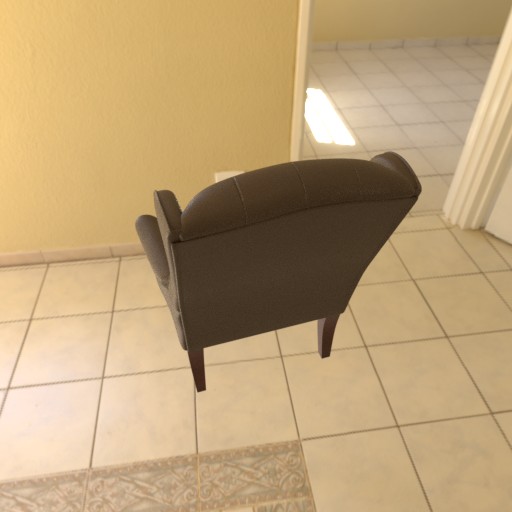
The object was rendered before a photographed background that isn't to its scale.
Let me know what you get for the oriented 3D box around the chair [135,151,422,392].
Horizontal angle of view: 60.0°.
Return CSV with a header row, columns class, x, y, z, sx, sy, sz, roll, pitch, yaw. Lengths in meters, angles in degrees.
class,x,y,z,sx,sy,sz,roll,pitch,yaw
chair,0.000,0.000,1.682,0.829,1.132,0.819,-12,43,-13
